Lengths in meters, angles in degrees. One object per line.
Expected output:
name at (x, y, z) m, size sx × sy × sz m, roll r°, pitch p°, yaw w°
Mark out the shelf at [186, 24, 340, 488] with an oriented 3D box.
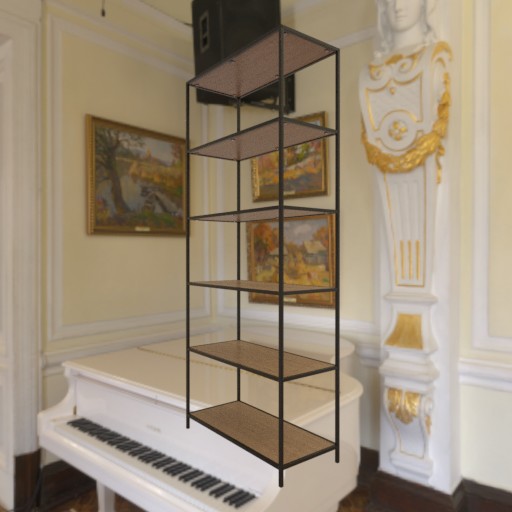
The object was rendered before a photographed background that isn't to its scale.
shelf at (0.000, 0.000, 2.177) m, size 0.350 × 1.850 × 0.770 m, roll 0°, pitch 0°, yaw -38°
